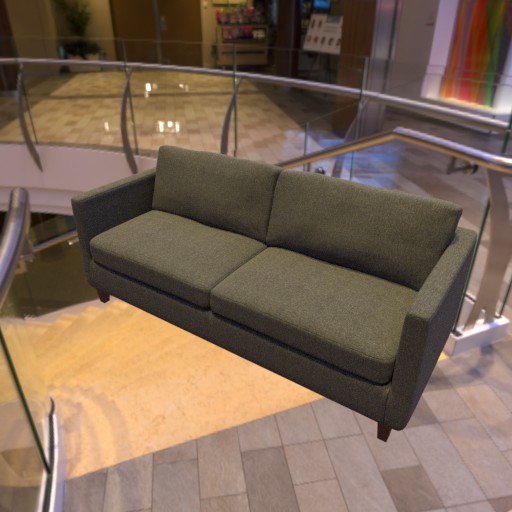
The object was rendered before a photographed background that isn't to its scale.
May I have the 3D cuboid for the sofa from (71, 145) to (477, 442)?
[{"bbox_3d":[0.000,0.000,2.652,2.208,0.965,0.948,18,34,29],"label":"sofa"}]
